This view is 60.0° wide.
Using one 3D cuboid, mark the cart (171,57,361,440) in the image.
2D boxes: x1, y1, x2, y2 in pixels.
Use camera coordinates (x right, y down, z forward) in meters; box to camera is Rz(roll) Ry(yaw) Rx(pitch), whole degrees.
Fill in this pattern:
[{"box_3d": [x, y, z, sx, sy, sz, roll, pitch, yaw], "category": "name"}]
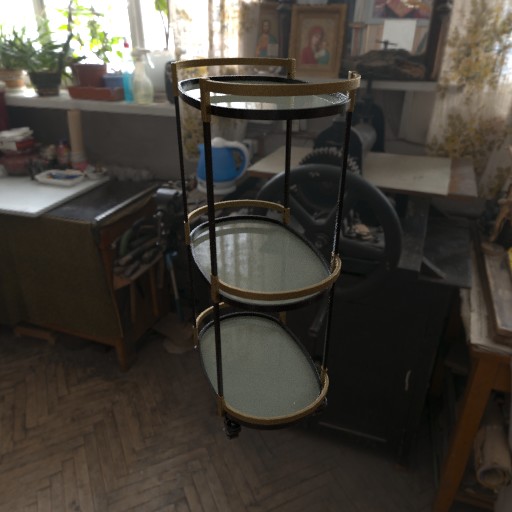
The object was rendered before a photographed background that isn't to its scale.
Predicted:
[{"box_3d": [0.000, 0.000, 1.122, 0.311, 0.885, 0.515, -10, 30, -17], "category": "cart"}]
